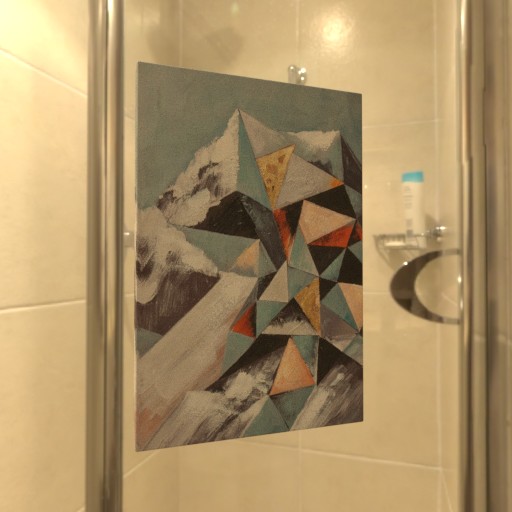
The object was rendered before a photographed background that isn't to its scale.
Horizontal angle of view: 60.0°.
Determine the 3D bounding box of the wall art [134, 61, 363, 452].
[{"bbox_3d":[0.000,0.000,1.157,0.609,0.911,0.061,0,-1,-19],"label":"wall art"}]
